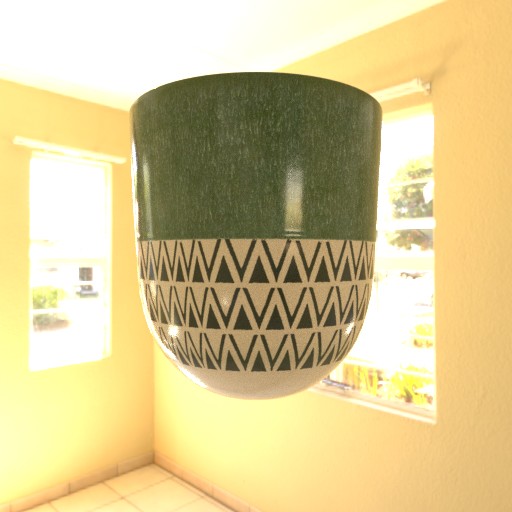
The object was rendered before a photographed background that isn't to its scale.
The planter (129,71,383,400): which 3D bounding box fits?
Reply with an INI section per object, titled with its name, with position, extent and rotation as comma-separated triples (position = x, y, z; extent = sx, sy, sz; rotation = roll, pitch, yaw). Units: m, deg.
[planter]
position = 0.000, 0.000, 0.354
extent = 0.195, 0.214, 0.195
rotation = 0, 0, 0
